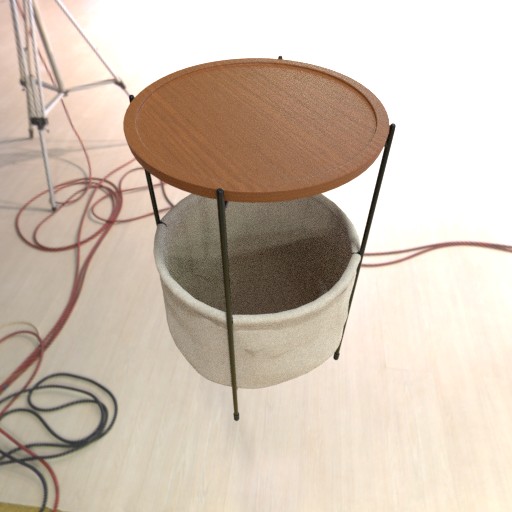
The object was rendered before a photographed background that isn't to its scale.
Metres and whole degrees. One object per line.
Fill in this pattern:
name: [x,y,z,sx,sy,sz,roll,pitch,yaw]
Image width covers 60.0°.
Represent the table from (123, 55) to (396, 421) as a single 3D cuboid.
table: [0.000,0.000,0.878,0.393,0.623,0.393,-25,51,-22]
